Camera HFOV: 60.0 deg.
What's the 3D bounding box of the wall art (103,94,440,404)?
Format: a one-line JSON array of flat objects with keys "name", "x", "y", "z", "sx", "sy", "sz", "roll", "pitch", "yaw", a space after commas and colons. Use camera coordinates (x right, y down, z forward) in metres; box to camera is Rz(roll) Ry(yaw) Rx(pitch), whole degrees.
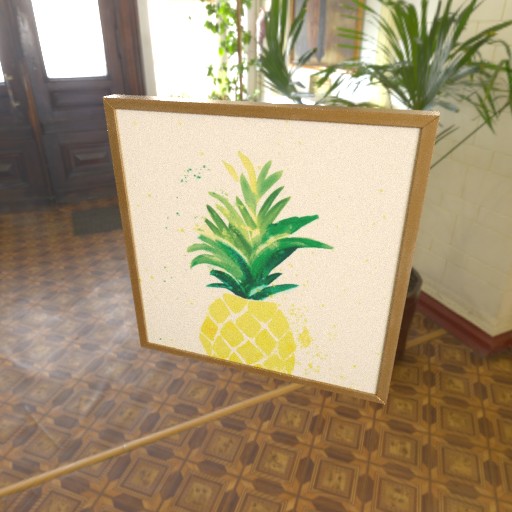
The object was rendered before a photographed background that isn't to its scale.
[{"name": "wall art", "x": 0.000, "y": 0.000, "z": 0.774, "sx": 0.510, "sy": 0.509, "sz": 0.033, "roll": 9, "pitch": 29, "yaw": 16}]
